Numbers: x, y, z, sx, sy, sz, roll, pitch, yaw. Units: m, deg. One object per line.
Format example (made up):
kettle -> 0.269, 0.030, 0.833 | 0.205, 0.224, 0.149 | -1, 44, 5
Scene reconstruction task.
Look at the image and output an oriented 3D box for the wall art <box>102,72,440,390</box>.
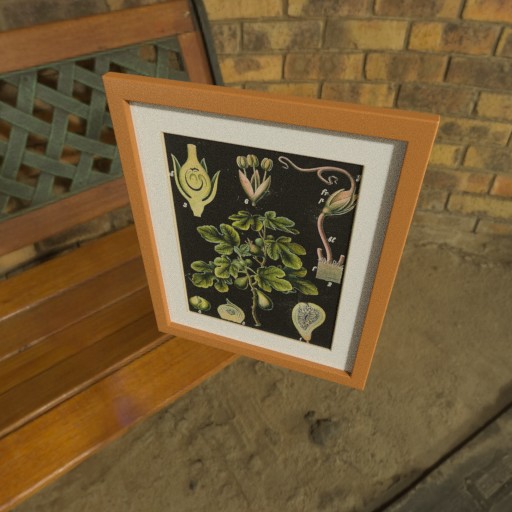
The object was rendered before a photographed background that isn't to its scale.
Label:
wall art -> 0.000, 0.000, 0.515 | 0.310, 0.379, 0.015 | 13, 43, 15
